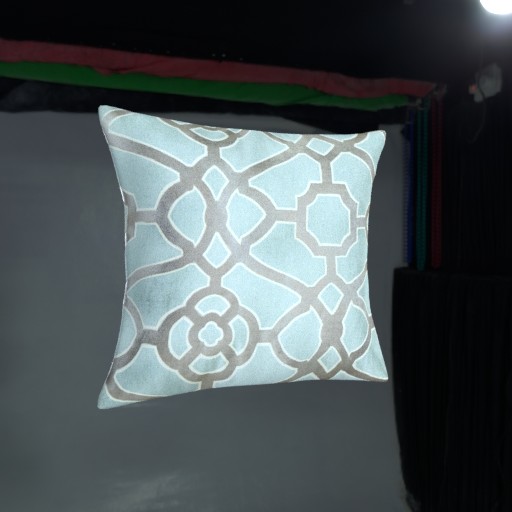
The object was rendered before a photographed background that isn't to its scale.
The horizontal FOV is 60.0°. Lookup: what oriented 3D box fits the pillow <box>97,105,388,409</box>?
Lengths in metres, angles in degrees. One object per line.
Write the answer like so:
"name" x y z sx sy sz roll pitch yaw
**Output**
"pillow" 0.000 0.000 0.818 0.552 0.508 0.166 0 0 -17
